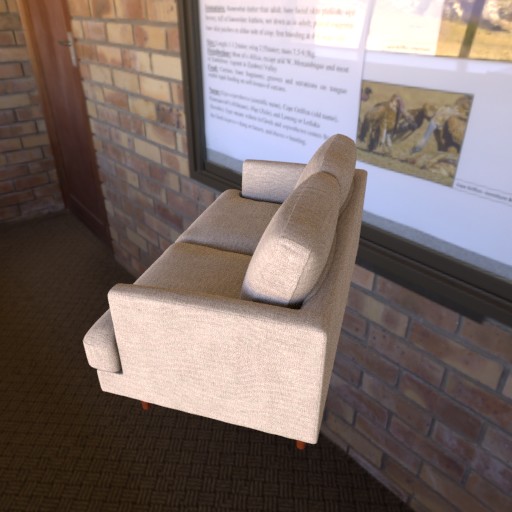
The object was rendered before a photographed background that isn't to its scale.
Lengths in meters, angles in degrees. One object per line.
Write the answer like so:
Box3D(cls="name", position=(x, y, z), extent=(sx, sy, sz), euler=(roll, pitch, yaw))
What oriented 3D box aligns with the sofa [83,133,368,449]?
Box3D(cls="sofa", position=(0.000, 0.000, 2.167), extent=(0.903, 0.944, 1.582), euler=(9, 31, 14))
